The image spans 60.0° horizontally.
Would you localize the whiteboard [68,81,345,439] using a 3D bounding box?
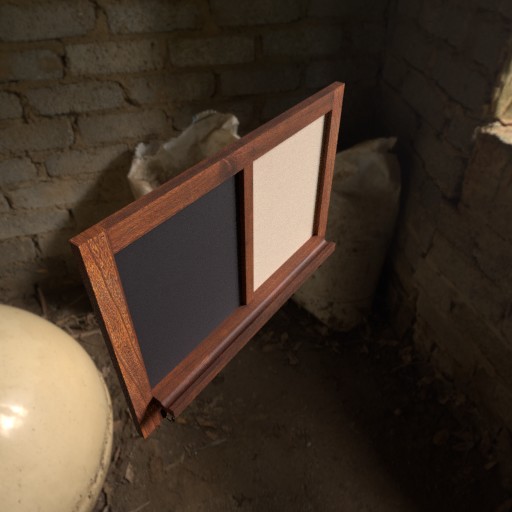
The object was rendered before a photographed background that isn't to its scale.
[{"bbox_3d":[0.000,0.000,1.016,0.083,0.553,0.768,26,48,27],"label":"whiteboard"}]
